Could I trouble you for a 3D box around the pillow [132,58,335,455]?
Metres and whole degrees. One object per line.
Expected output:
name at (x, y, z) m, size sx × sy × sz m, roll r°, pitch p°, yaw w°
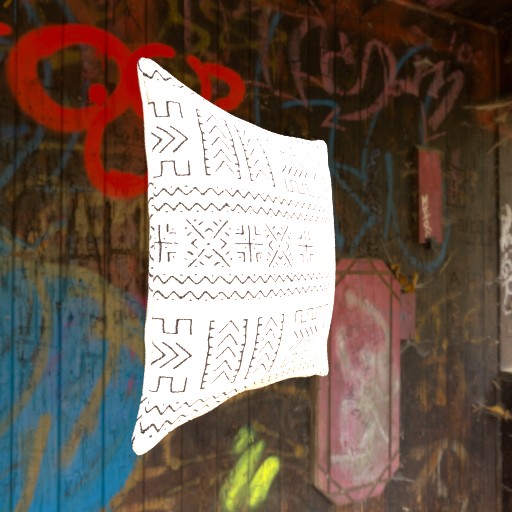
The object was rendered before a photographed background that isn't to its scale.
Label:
pillow at (0.000, 0.000, 0.640) m, size 0.164 × 0.430 × 0.438 m, roll -1°, pitch -1°, yaw 36°
